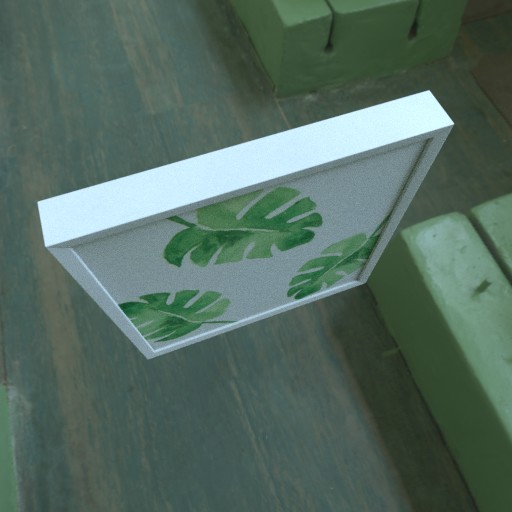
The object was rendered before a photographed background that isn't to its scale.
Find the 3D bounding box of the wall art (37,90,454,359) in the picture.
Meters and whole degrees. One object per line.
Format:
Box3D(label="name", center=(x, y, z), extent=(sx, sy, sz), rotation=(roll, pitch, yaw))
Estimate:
Box3D(label="wall art", center=(0.000, 0.000, 0.454), extent=(0.305, 0.305, 0.038), rotation=(-18, 65, -9))
